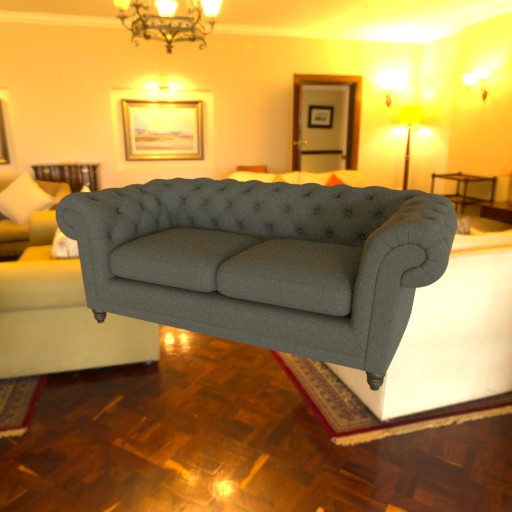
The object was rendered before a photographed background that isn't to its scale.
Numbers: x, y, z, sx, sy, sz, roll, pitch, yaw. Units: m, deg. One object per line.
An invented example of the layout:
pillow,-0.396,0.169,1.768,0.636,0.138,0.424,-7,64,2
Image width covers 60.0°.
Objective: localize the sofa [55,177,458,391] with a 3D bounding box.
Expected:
sofa,0.000,0.000,2.475,1.998,0.764,0.986,7,17,25
